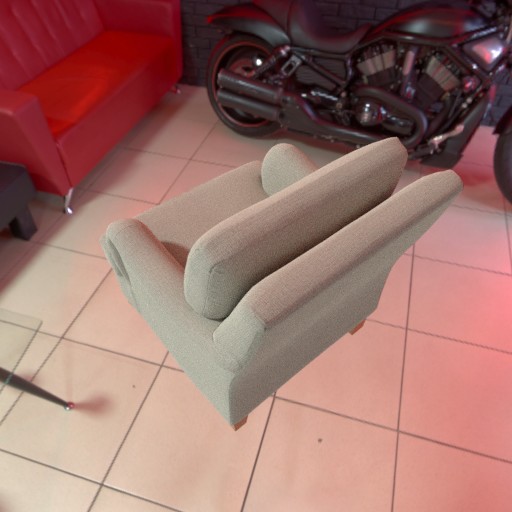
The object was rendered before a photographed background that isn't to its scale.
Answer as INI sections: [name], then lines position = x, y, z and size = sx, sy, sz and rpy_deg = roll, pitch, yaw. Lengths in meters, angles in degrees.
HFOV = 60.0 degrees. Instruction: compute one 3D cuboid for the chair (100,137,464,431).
[chair]
position = 0.000, 0.000, 1.826
size = 0.955, 1.038, 1.070
rpy_deg = -31, 53, -27
